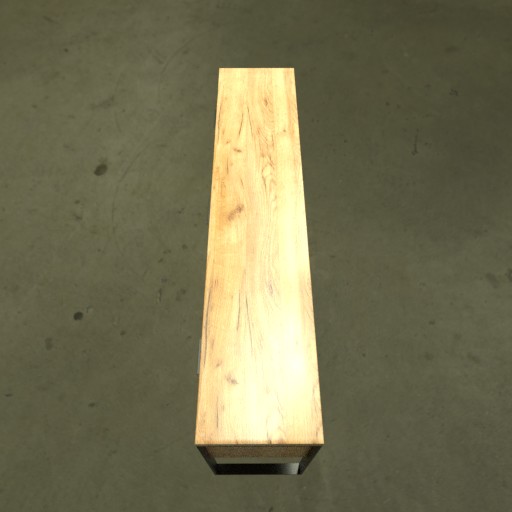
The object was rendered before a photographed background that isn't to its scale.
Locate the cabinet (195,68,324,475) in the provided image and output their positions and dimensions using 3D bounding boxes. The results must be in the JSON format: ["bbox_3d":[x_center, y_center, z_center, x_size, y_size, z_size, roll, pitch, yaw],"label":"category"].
[{"bbox_3d":[0.000,0.000,2.113,0.395,0.762,1.800,0,58,0],"label":"cabinet"}]
